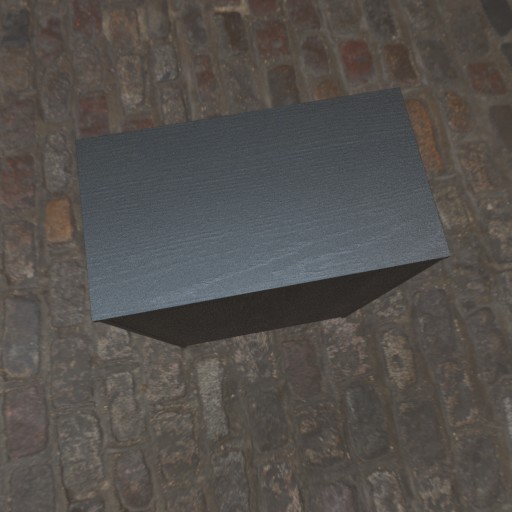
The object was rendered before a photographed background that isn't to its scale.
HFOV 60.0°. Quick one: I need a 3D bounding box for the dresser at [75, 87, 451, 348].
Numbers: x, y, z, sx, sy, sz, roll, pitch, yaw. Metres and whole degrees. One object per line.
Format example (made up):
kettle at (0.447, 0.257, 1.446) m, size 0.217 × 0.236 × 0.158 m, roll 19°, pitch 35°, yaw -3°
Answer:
dresser at (0.000, 0.000, 1.388) m, size 0.700 × 1.020 × 0.398 m, roll -10°, pitch 76°, yaw -3°
